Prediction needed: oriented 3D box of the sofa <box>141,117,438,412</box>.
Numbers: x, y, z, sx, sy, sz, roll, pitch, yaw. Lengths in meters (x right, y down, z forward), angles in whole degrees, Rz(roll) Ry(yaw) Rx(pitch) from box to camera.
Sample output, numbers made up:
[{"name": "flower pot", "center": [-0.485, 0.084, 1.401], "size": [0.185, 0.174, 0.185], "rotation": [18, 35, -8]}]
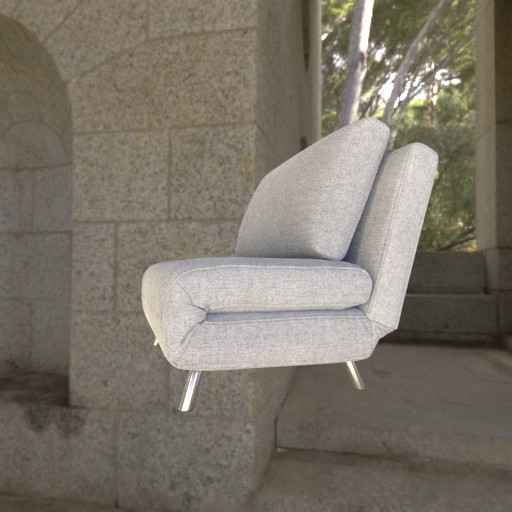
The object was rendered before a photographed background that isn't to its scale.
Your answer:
[{"name": "sofa", "center": [0.000, 0.000, 1.908], "size": [0.910, 0.910, 1.220], "rotation": [0, -2, -17]}]
